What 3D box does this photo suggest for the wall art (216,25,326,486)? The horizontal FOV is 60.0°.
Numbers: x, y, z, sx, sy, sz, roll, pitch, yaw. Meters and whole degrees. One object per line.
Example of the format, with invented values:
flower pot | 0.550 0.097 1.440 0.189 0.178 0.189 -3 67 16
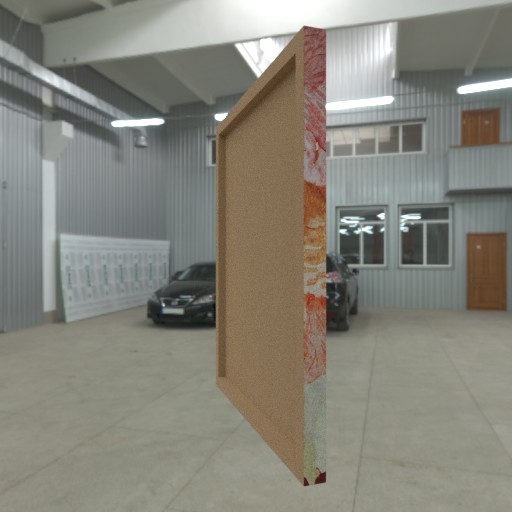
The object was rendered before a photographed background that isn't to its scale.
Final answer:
wall art | 0.000 0.000 0.684 0.028 0.508 0.406 0 0 -19
